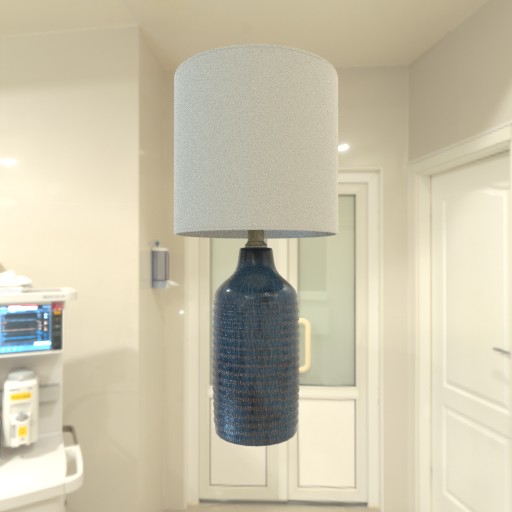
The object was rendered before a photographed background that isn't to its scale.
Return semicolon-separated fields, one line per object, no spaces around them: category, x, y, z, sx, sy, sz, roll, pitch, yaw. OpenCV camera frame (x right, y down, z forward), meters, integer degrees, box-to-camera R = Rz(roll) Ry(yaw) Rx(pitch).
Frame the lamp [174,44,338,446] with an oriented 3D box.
lamp;0.000;0.000;0.606;0.220;0.475;0.220;0;0;-18
